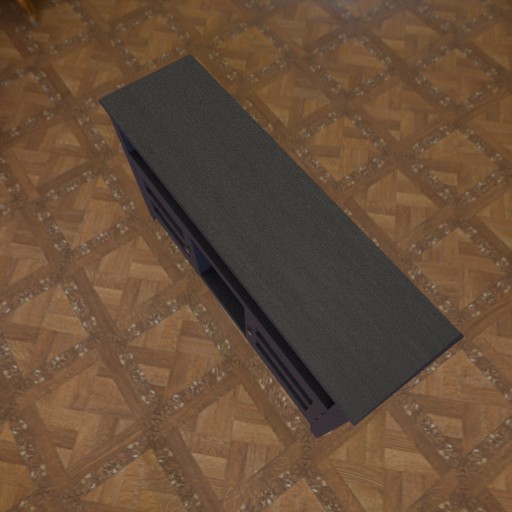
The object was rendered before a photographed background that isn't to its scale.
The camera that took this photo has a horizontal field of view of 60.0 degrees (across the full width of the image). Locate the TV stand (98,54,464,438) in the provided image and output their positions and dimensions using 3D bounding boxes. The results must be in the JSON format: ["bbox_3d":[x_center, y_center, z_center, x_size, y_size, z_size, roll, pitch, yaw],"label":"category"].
[{"bbox_3d":[0.000,0.000,1.525,0.347,0.681,1.198,-34,69,-15],"label":"TV stand"}]
